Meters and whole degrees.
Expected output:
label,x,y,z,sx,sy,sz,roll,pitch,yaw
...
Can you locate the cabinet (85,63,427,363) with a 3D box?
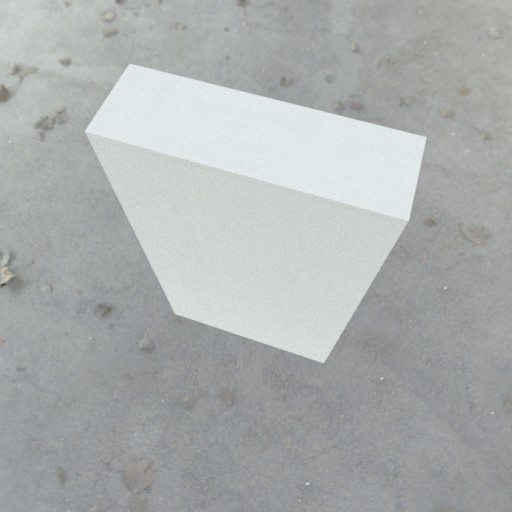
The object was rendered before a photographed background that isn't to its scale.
label,x,y,z,sx,sy,sz,roll,pitch,yaw
cabinet,0.000,0.000,1.593,0.750,1.280,0.250,17,65,8
